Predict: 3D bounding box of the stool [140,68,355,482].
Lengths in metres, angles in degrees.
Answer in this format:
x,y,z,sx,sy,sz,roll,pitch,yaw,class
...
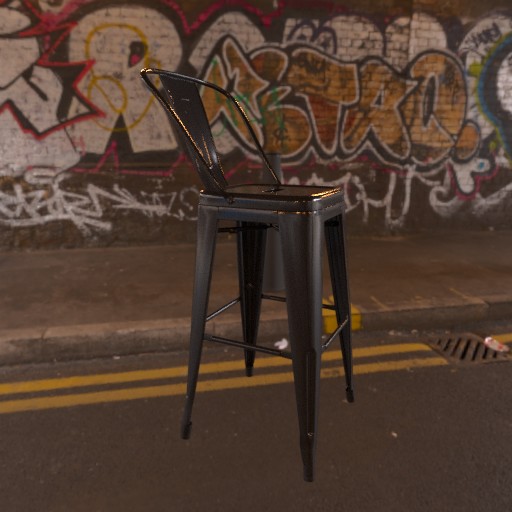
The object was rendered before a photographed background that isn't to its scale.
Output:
x,y,z,sx,sy,sz,roll,pitch,yaw,class
0.000,0.000,1.276,0.528,1.022,0.432,7,15,26,stool
